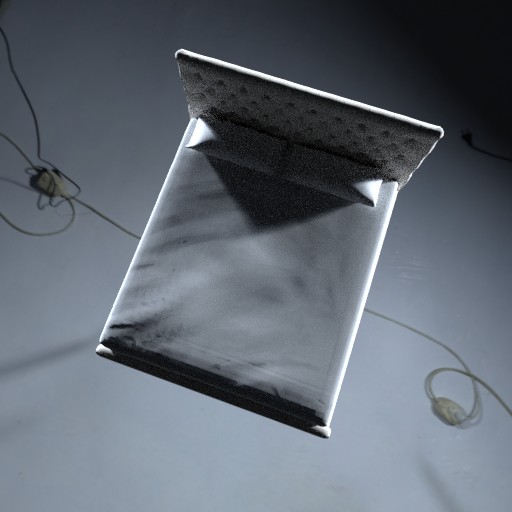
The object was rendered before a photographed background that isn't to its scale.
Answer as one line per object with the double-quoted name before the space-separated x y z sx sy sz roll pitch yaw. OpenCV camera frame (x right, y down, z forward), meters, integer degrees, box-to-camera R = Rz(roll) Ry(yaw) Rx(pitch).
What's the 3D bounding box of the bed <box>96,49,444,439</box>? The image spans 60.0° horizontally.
"bed" 0.000 0.000 3.664 2.078 1.427 2.387 19 76 5
